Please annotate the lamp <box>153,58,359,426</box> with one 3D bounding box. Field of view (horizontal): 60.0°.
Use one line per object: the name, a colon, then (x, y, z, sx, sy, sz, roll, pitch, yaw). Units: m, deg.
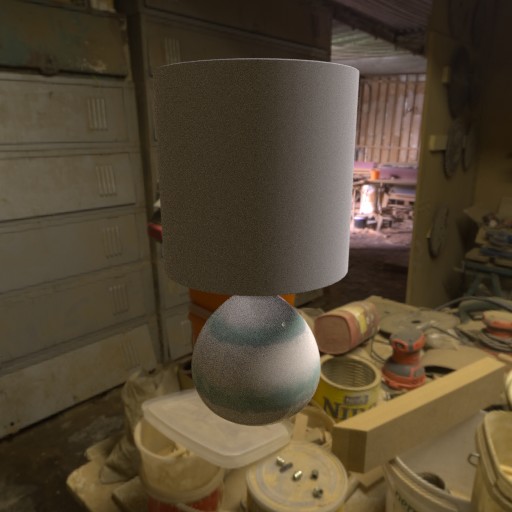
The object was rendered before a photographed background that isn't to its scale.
lamp: (0.000, 0.000, 0.530, 0.217, 0.404, 0.217, 15, 21, 42)
